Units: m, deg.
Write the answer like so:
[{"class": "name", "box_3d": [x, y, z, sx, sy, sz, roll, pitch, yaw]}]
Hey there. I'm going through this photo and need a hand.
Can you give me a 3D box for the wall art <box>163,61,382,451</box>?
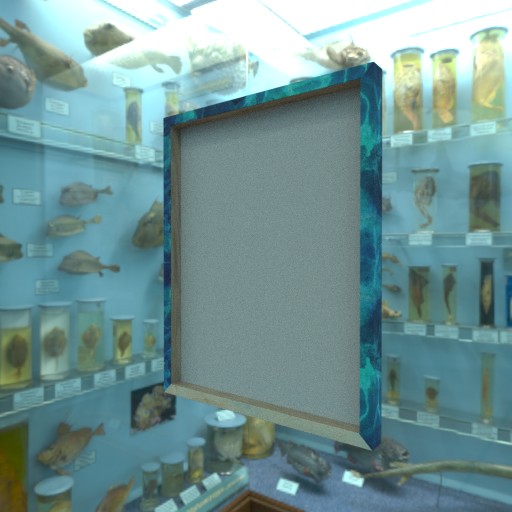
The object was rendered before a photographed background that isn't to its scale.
[{"class": "wall art", "box_3d": [0.000, 0.000, 0.890, 0.508, 0.635, 0.038, 0, 1, 37]}]
